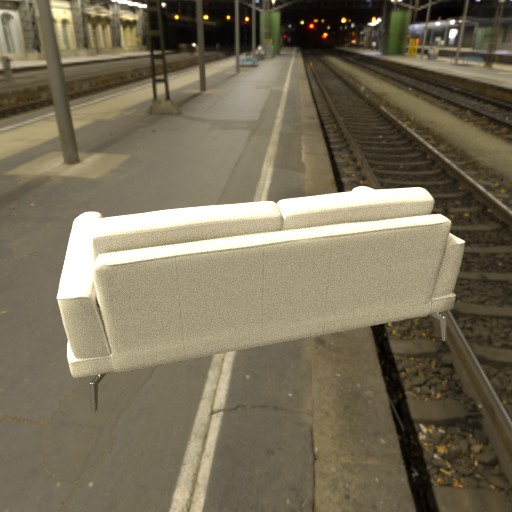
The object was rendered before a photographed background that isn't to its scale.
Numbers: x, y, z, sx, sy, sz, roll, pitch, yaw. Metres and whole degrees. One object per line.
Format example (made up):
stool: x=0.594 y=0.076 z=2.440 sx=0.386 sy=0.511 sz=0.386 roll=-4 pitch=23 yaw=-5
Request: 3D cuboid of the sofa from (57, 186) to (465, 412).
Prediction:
sofa: x=0.000 y=0.000 z=2.695 sx=2.177 sy=0.930 sz=1.121 roll=-7 pitch=27 yaw=-15
